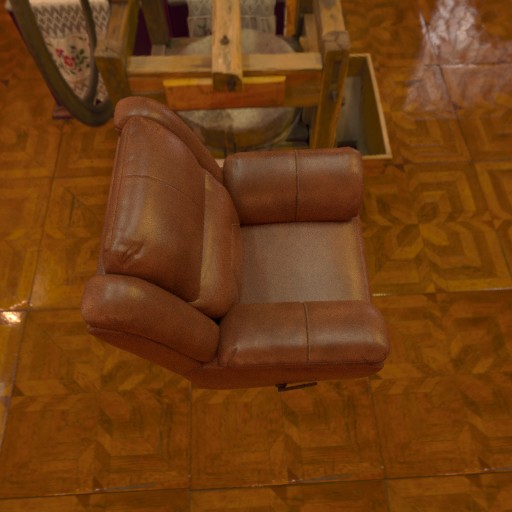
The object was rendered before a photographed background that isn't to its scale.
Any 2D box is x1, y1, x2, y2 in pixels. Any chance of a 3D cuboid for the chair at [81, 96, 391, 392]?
[{"bbox_3d":[0.000,0.000,1.873,1.041,1.093,0.990,-1,63,0],"label":"chair"}]
